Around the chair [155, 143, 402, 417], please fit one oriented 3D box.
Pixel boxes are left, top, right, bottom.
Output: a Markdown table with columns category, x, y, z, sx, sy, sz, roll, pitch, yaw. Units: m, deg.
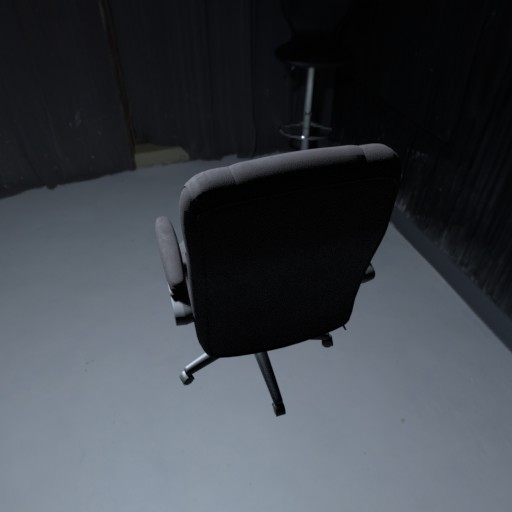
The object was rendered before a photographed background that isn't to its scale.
| category | x | y | z | sx | sy | sz | roll | pitch | yaw |
| --- | --- | --- | --- | --- | --- | --- | --- | --- | --- |
| chair | 0.000 | 0.000 | 1.526 | 0.667 | 1.105 | 0.724 | -12 | 43 | -13 |
